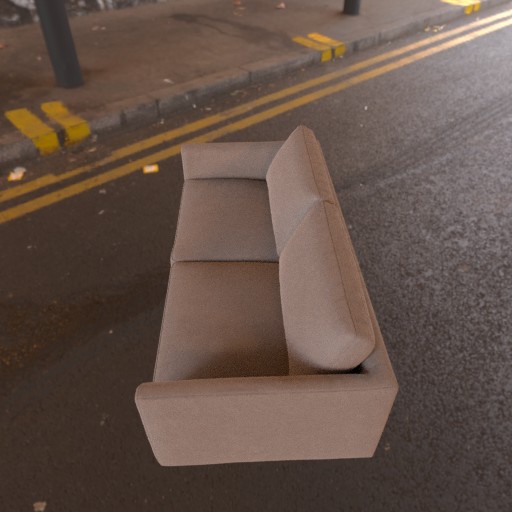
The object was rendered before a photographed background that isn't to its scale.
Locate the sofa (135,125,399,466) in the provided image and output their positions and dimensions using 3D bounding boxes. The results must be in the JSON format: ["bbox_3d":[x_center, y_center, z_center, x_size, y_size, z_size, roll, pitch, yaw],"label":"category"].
[{"bbox_3d":[0.000,0.000,2.773,1.090,0.838,2.588,-2,41,-2],"label":"sofa"}]
